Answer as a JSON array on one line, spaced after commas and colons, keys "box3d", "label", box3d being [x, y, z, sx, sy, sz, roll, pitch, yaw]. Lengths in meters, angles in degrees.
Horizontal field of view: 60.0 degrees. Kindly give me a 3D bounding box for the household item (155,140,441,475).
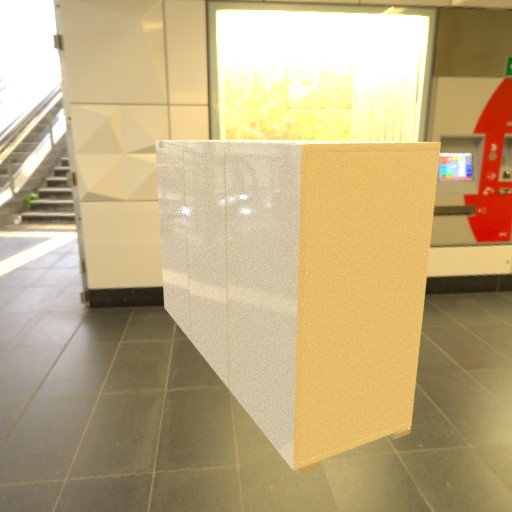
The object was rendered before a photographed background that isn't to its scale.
[{"box3d": [0.000, 0.000, 1.725, 0.420, 0.867, 1.300, -7, 17, -25], "label": "household item"}]
